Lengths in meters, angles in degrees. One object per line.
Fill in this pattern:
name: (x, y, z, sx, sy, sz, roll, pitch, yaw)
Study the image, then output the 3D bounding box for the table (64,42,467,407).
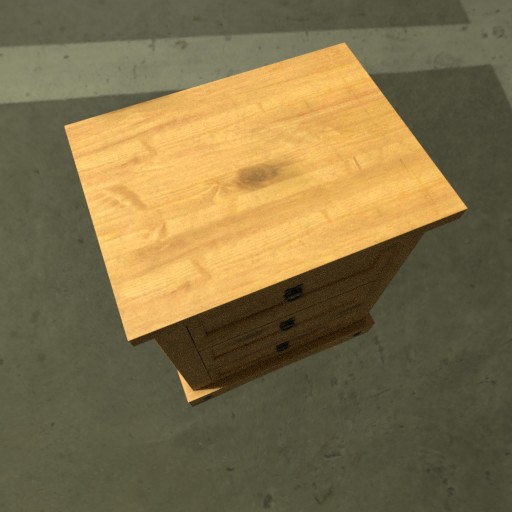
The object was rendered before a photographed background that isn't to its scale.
table: (0.000, 0.000, 1.245, 0.660, 0.813, 0.500, -21, 66, -10)
